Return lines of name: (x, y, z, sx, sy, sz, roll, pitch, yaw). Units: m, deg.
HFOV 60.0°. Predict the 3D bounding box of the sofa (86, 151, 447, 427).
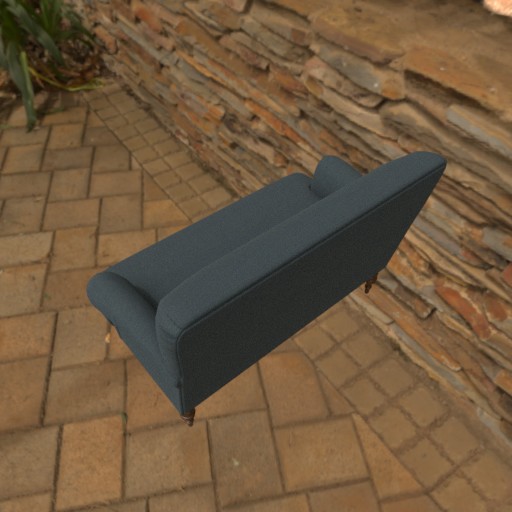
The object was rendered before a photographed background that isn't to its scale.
sofa: (0.000, 0.000, 1.846, 1.297, 0.889, 0.779, -31, 54, -26)
